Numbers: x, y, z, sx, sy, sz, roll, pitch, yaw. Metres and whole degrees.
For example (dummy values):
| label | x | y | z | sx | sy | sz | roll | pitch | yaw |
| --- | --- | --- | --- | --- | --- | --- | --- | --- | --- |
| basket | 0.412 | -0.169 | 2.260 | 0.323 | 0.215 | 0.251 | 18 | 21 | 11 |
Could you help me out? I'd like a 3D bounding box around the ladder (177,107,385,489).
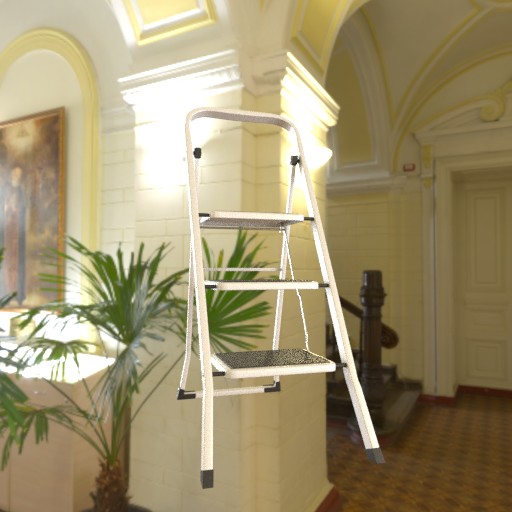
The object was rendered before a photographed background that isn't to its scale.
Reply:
| label | x | y | z | sx | sy | sz | roll | pitch | yaw |
| --- | --- | --- | --- | --- | --- | --- | --- | --- | --- |
| ladder | 0.000 | 0.000 | 1.395 | 0.460 | 1.050 | 0.711 | 1 | -2 | -17 |
